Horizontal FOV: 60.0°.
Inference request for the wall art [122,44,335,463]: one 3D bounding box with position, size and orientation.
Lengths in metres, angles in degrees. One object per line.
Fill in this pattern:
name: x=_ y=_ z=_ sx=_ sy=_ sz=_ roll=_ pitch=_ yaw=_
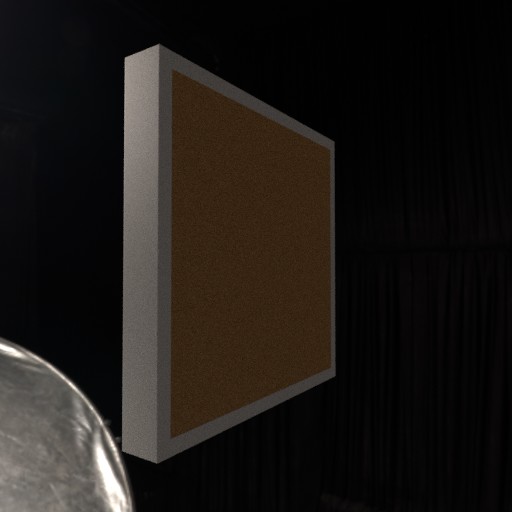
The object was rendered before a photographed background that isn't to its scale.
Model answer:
wall art: x=0.000 y=0.000 z=0.455 sx=0.038 sy=0.302 sz=0.305 roll=-1 pitch=-2 yaw=34
